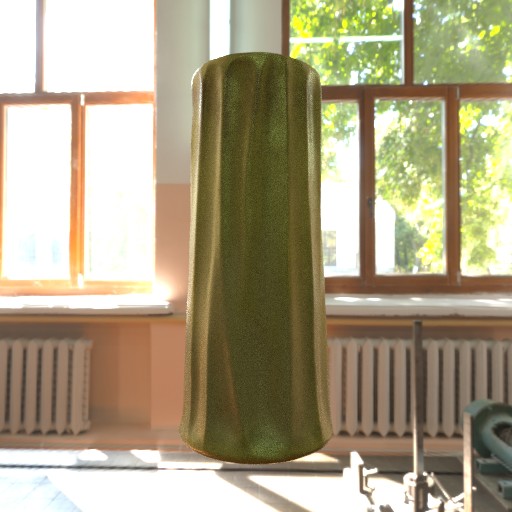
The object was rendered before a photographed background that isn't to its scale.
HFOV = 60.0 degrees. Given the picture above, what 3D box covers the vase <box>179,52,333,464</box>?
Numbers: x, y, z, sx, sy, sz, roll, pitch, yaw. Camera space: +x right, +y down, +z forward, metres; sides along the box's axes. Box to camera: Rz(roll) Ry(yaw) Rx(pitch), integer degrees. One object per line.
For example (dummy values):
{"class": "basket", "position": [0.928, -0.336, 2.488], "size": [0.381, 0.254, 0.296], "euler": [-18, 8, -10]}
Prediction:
{"class": "vase", "position": [0.000, 0.000, 0.180], "size": [0.061, 0.143, 0.061], "euler": [0, -1, 0]}
